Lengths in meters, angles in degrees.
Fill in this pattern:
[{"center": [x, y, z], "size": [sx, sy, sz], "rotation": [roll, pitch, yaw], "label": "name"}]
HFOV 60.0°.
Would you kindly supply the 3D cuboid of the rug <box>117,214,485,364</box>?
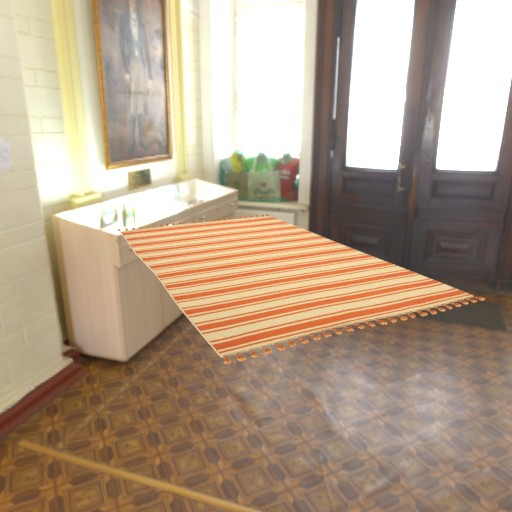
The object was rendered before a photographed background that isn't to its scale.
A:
[{"center": [0.000, 0.000, 2.573], "size": [1.232, 0.017, 2.092], "rotation": [-8, 19, -25], "label": "rug"}]
